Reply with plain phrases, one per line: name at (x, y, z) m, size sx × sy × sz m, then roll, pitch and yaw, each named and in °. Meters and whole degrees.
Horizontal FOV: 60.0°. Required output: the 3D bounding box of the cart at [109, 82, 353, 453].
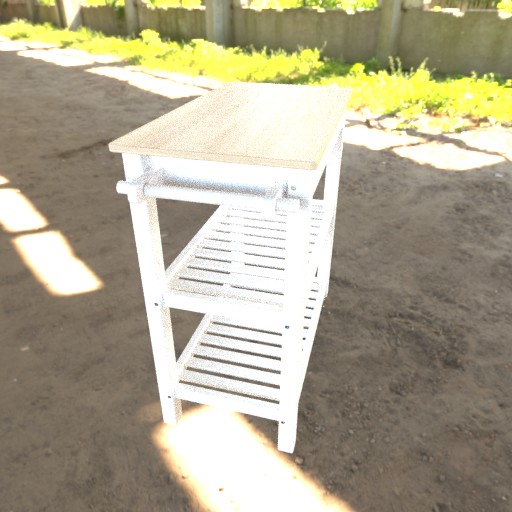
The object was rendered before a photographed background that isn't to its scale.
cart at (0.000, 0.000, 1.461) m, size 0.457 × 0.927 × 0.899 m, roll 8°, pitch 31°, yaw 13°
